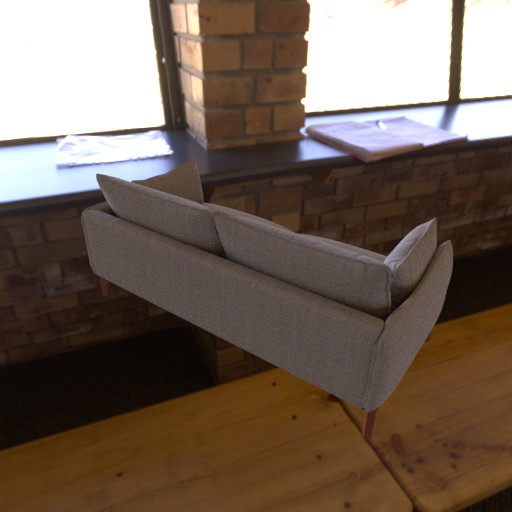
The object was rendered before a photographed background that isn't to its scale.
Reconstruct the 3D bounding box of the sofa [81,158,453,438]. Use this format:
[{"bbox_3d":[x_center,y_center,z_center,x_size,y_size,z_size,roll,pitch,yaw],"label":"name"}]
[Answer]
[{"bbox_3d":[0.000,0.000,2.568,1.989,0.851,0.972,20,35,31],"label":"sofa"}]
